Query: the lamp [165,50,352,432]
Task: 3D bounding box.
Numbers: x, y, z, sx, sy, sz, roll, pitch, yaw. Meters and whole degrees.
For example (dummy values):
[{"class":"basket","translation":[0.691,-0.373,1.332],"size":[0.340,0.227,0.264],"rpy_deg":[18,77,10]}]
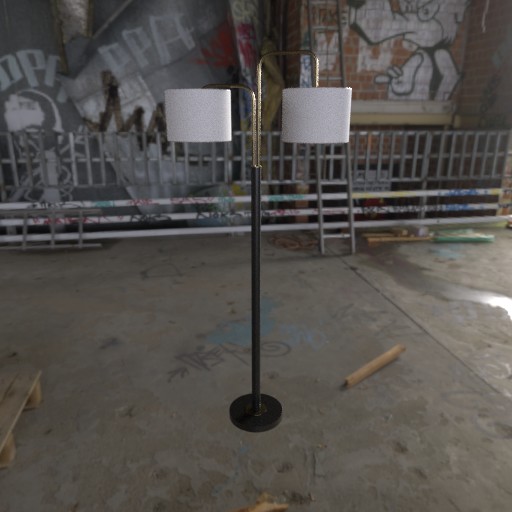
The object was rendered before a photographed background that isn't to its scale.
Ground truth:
[{"class":"lamp","translation":[0.000,0.000,1.879],"size":[0.711,1.587,0.254],"rpy_deg":[3,18,10]}]
